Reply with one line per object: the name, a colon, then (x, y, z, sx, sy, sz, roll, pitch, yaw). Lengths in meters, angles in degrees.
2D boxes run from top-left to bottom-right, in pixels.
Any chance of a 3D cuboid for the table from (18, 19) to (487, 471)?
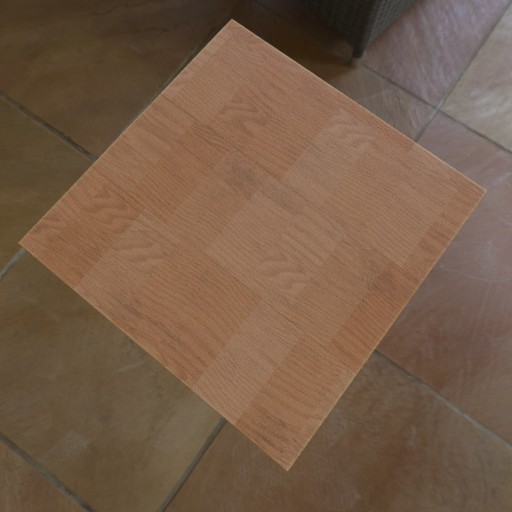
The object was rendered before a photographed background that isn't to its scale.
table: (0.000, 0.000, 1.348, 0.747, 0.738, 0.747, 38, 79, 9)
